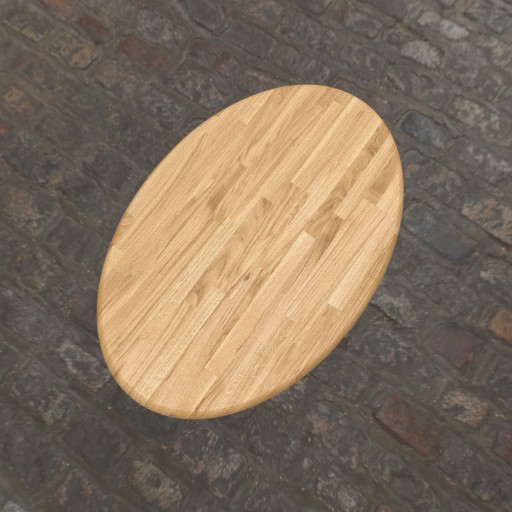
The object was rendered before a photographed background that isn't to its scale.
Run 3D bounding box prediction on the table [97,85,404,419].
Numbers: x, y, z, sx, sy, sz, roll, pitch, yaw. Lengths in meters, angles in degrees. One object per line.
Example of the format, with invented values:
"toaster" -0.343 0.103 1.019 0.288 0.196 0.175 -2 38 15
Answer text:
"table" 0.000 0.000 1.418 0.690 0.490 1.040 35 78 8
